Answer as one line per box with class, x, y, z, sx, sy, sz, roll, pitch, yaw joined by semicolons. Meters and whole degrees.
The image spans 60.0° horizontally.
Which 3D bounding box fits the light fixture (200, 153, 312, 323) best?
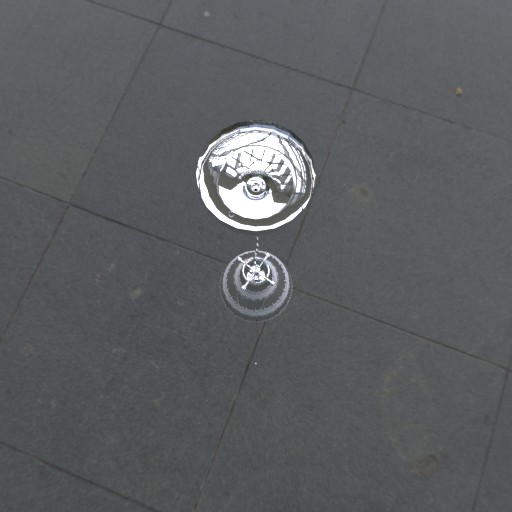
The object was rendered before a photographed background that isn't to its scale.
light fixture;0.000;0.000;1.632;0.374;1.457;0.374;35;79;8
